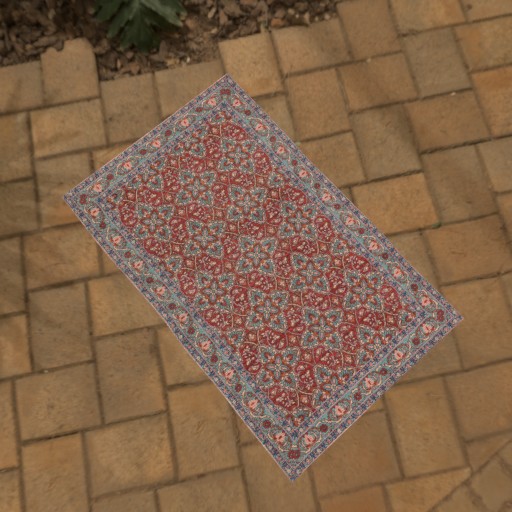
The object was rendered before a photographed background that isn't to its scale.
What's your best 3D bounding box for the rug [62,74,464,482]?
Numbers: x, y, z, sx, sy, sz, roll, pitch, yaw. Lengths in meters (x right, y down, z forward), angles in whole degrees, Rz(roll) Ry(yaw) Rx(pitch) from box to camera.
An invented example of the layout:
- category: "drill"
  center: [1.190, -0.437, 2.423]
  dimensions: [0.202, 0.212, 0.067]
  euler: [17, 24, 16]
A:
- category: "rug"
  center: [0.000, 0.000, 3.028]
  dimensions: [1.533, 0.011, 2.439]
  euler: [-40, 80, -9]
